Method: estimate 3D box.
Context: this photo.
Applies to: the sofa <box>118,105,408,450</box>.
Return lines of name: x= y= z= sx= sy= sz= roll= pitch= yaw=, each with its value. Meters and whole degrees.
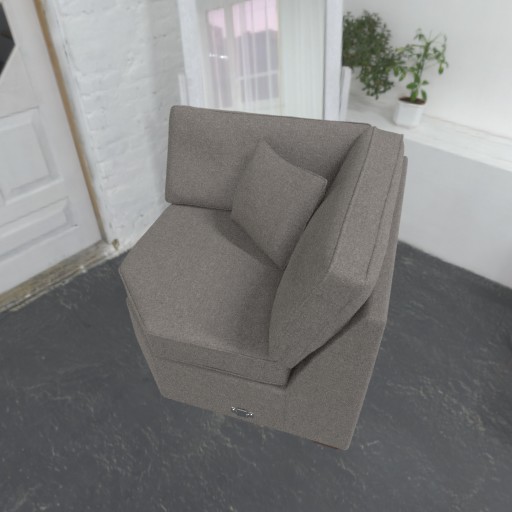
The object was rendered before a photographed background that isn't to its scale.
sofa: x=0.000 y=0.000 z=1.847 sx=1.050 sy=0.951 sz=1.042 roll=12 pitch=42 yaw=14
